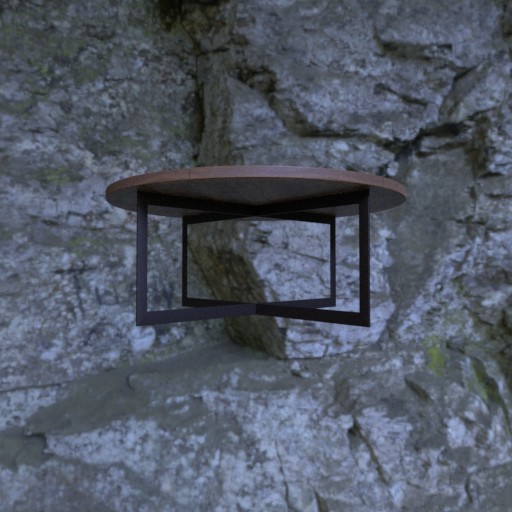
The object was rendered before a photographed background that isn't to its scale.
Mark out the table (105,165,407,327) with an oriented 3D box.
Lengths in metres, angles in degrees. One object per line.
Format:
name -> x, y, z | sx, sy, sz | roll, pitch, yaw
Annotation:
table -> 0.000, 0.000, 1.960 | 1.264, 0.516, 1.264 | 0, -1, 0
